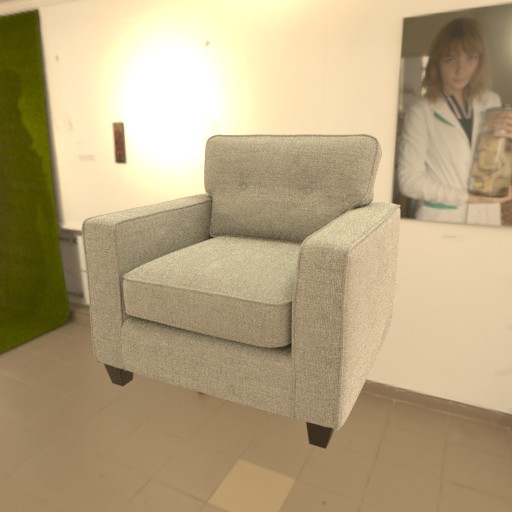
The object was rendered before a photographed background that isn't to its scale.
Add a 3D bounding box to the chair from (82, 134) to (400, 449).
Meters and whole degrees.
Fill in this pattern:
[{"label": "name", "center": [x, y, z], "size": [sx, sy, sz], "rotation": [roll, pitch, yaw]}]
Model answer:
[{"label": "chair", "center": [0.000, 0.000, 1.816], "size": [1.015, 0.965, 0.939], "rotation": [7, 17, 25]}]
